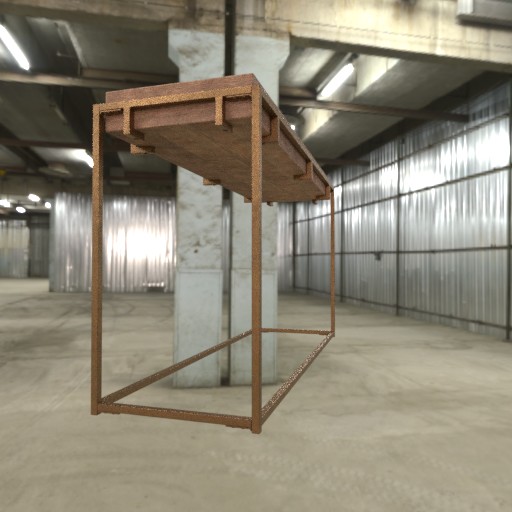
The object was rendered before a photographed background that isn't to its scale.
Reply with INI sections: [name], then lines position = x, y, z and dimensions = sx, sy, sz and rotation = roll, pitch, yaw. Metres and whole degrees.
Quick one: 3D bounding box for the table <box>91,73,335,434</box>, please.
[table]
position = 0.000, 0.000, 1.723
dimensions = 0.440, 0.820, 1.400
rotation = 0, -1, 17
